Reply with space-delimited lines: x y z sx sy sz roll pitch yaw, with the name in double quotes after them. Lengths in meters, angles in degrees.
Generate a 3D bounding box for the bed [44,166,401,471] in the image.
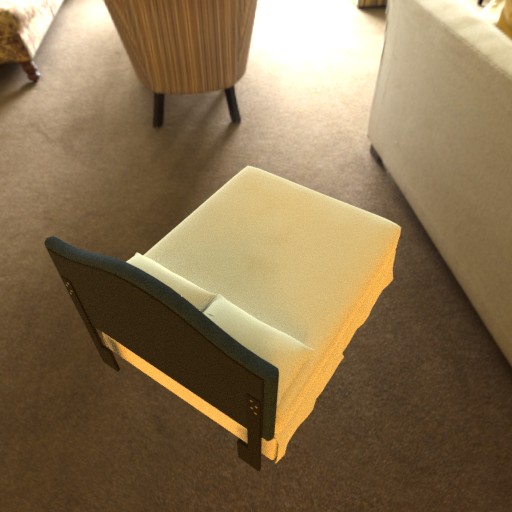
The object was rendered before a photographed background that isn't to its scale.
0.000 0.000 3.357 1.713 1.518 2.153 26 52 22 "bed"
